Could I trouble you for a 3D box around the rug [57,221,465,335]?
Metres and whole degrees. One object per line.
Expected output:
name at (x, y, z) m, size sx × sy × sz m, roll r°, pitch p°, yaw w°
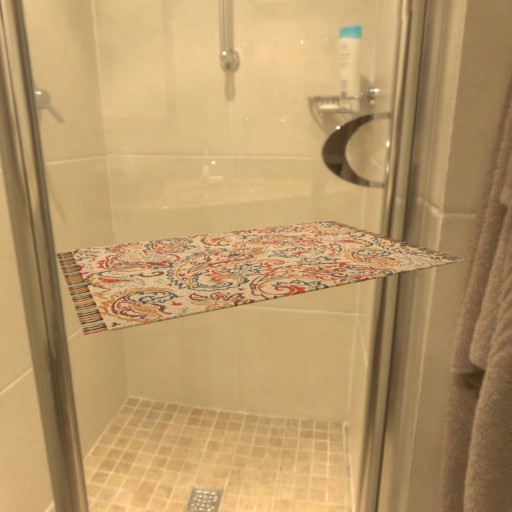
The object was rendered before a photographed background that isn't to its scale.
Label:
rug at (0.000, 0.000, 2.508) m, size 1.997 × 0.010 × 1.218 m, roll -8°, pitch 18°, yaw -27°
